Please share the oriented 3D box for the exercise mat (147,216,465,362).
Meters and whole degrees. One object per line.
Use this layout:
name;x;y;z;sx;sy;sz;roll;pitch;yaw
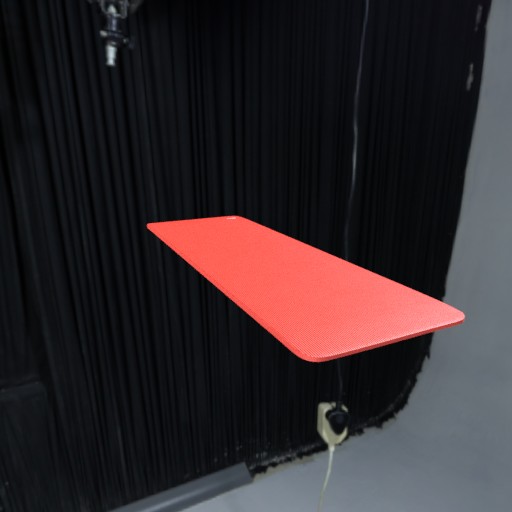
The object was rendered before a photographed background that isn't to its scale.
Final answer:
exercise mat;0.000;0.000;2.068;0.616;0.021;1.869;-8;18;-25
